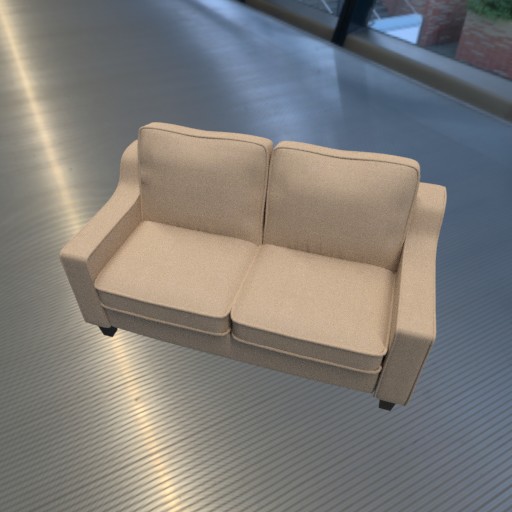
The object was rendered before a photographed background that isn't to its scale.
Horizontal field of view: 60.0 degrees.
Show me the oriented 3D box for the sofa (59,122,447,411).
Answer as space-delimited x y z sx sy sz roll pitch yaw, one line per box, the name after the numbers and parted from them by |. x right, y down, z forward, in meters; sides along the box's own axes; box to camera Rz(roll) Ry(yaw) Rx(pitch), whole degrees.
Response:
0.000 0.000 3.454 2.587 1.562 1.351 12 43 13 | sofa
